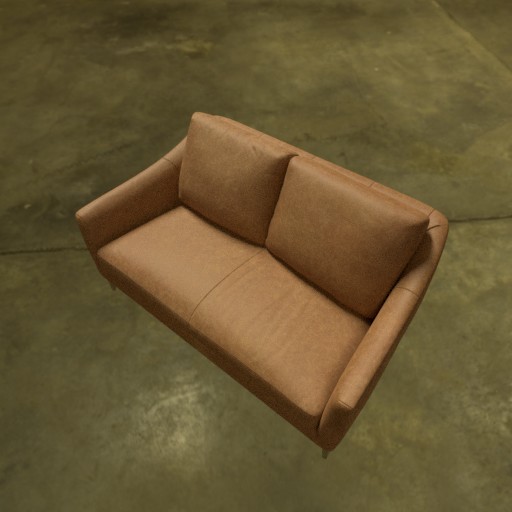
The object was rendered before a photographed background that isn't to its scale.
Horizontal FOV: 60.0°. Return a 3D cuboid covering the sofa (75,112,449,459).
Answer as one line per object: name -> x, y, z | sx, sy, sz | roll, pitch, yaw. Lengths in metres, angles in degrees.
sofa -> 0.000, 0.000, 2.198 | 1.619, 0.902, 0.960 | 31, 53, 27
